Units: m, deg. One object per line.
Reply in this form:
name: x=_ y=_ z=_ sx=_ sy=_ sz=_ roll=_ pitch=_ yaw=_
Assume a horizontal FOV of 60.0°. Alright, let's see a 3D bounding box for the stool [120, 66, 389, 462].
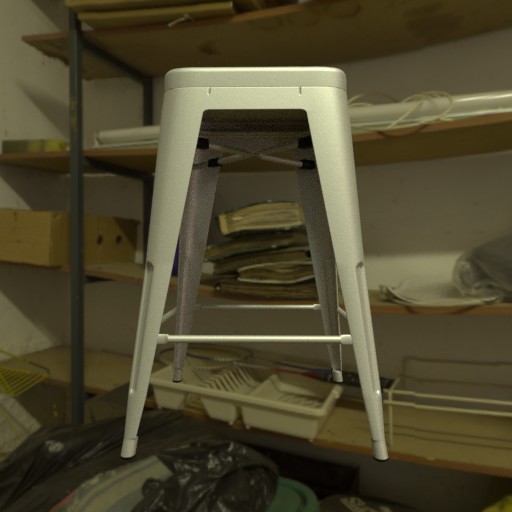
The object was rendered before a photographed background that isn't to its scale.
stool: x=0.000 y=0.000 z=0.859 sx=0.406 sy=0.610 sz=0.406 roll=0 pitch=1 yaw=1
